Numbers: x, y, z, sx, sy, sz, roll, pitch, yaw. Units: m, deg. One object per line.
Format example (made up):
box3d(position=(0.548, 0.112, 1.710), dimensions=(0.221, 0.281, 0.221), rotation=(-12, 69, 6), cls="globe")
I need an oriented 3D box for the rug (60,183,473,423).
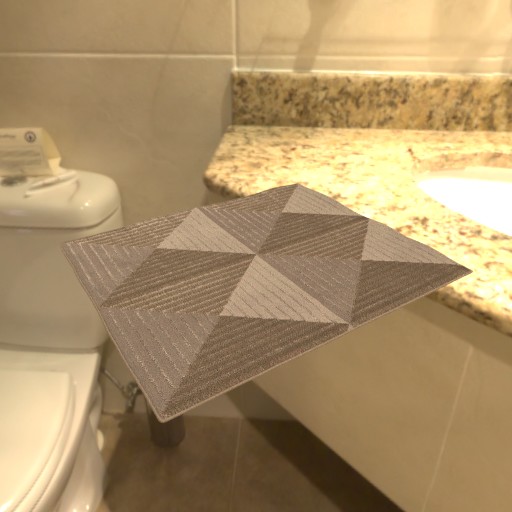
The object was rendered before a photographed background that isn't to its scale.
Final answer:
box3d(position=(0.000, 0.000, 0.889), dimensions=(0.642, 0.008, 0.551), rotation=(-18, 35, -28), cls="rug")
